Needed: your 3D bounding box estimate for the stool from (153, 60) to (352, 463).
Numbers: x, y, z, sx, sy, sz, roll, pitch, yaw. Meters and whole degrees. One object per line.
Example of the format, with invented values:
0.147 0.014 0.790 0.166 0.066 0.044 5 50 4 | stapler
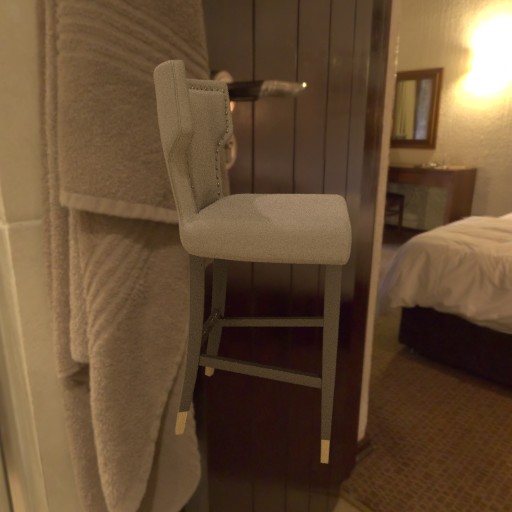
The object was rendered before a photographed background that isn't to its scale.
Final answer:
0.000 0.000 1.405 0.563 1.092 0.526 3 16 9 | stool
